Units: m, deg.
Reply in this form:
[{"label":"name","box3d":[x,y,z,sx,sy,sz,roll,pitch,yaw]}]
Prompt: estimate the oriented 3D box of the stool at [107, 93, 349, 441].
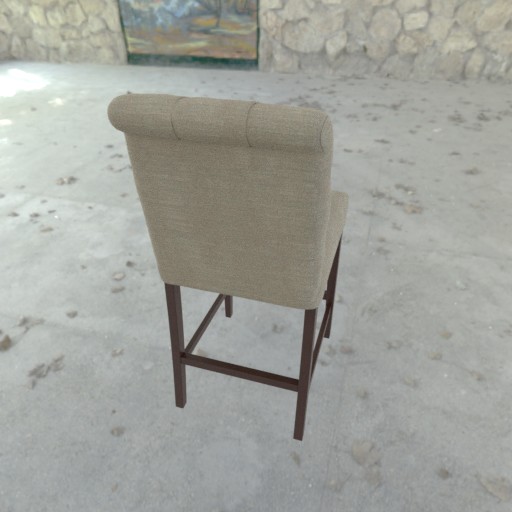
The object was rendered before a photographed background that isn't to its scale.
[{"label":"stool","box3d":[0.000,0.000,1.400,0.486,1.084,0.660,10,34,15]}]
